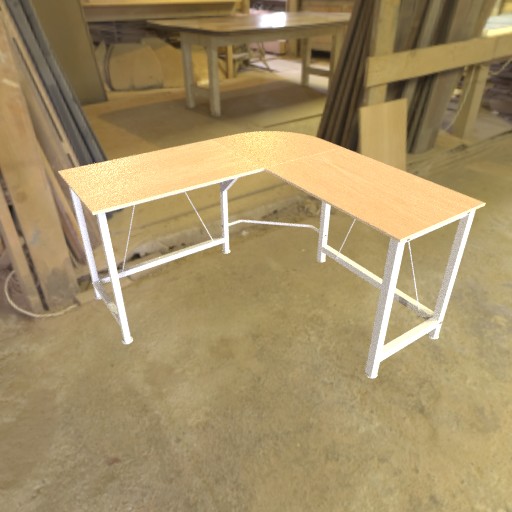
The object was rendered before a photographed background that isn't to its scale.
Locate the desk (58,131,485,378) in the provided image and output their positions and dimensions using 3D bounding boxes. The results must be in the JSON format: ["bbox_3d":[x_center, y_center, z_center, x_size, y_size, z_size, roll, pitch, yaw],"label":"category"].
[{"bbox_3d":[0.000,0.000,2.235,1.400,0.762,1.400,-20,38,-29],"label":"desk"}]
